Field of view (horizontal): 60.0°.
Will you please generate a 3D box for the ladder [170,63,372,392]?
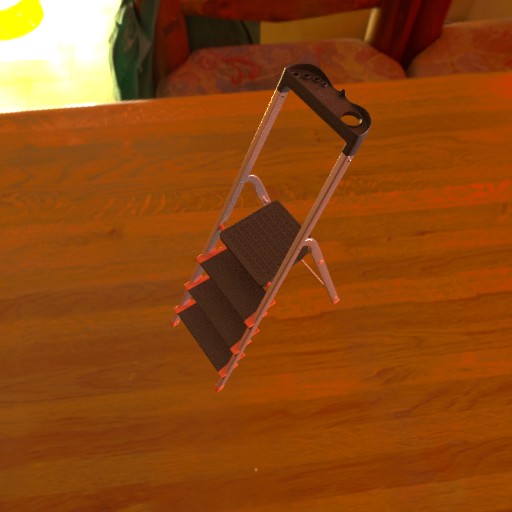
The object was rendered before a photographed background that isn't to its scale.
[{"bbox_3d":[0.000,0.000,1.804,0.834,1.429,0.452,-34,69,-15],"label":"ladder"}]
